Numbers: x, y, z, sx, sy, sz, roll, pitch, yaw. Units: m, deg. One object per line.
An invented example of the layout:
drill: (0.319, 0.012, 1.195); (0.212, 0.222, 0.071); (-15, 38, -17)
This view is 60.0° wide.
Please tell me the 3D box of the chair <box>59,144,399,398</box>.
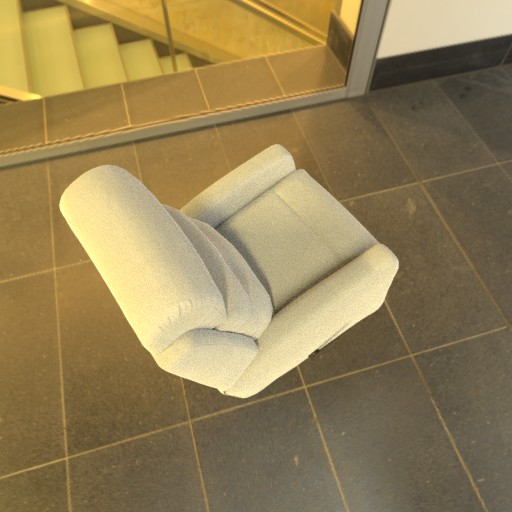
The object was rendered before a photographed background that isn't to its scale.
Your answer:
chair: (0.000, 0.000, 1.704); (1.043, 1.013, 0.798); (-32, 64, -18)
